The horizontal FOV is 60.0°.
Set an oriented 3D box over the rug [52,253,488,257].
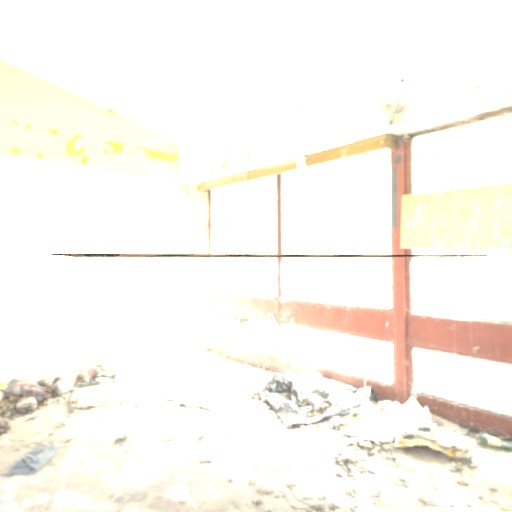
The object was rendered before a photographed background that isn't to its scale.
[{"bbox_3d":[0.000,0.000,2.907,2.311,0.010,1.522,0,-1,-18],"label":"rug"}]
